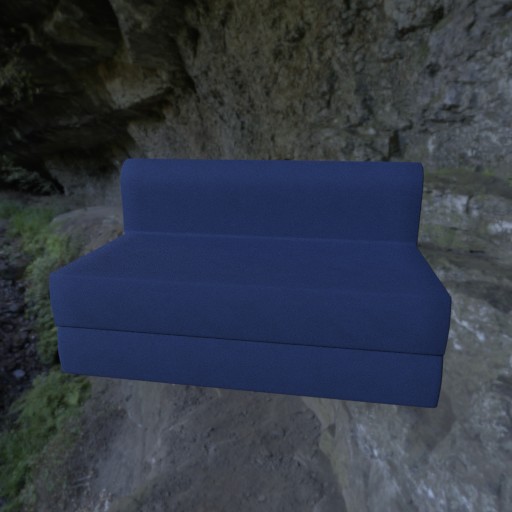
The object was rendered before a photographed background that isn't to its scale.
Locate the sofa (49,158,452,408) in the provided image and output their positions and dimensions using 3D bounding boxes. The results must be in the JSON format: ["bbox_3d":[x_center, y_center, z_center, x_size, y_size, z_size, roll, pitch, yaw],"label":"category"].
[{"bbox_3d":[0.000,0.000,1.652,1.219,0.660,0.762,3,17,9],"label":"sofa"}]
